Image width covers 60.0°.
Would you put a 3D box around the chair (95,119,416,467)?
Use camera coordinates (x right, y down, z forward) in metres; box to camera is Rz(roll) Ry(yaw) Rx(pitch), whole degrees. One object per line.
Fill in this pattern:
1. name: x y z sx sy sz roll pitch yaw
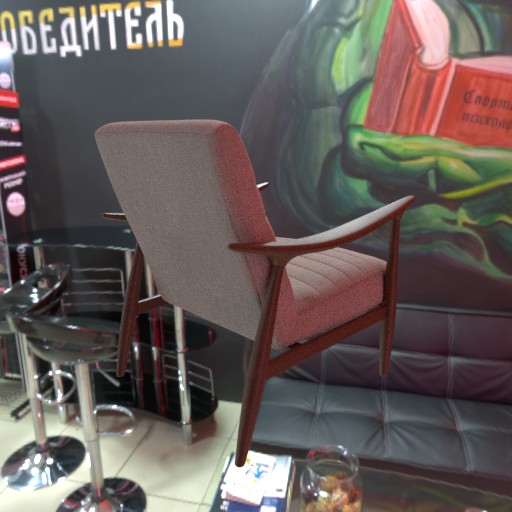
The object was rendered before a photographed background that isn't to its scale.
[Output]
1. chair: 0.000 0.000 1.453 0.798 0.832 0.741 -14 20 -43
